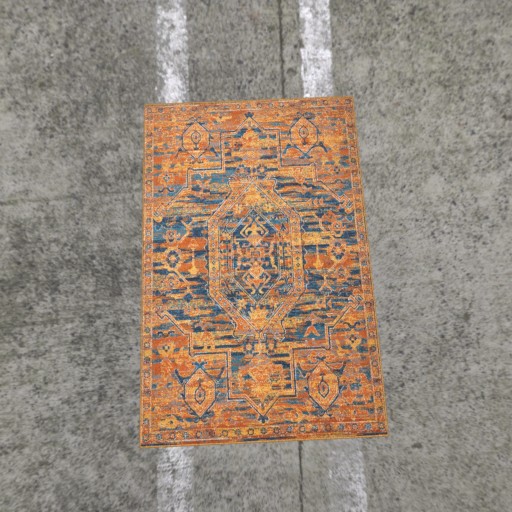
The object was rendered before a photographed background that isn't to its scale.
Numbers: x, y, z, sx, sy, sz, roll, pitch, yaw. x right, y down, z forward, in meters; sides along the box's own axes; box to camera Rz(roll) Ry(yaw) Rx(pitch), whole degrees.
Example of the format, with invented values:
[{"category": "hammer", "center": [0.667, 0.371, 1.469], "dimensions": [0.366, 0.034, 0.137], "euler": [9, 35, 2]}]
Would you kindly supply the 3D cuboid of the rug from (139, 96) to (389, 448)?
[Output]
[{"category": "rug", "center": [0.000, 0.000, 2.230], "dimensions": [1.148, 0.013, 1.758], "euler": [-3, 77, -1]}]
